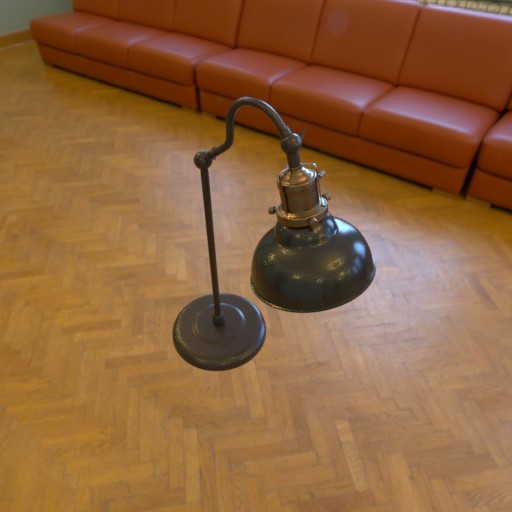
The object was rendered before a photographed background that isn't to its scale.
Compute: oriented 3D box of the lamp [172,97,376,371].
[{"bbox_3d":[0.000,0.000,0.703,0.374,0.508,0.192,25,47,25],"label":"lamp"}]
